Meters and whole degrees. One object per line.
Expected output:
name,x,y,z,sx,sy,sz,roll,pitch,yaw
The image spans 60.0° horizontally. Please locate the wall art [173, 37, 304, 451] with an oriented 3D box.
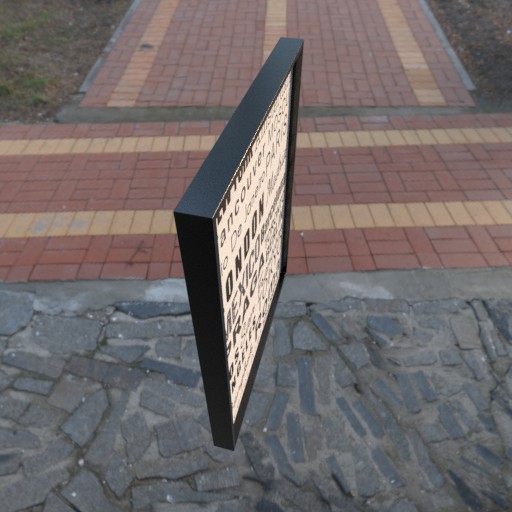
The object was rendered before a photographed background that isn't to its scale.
wall art,0.000,0.000,0.752,0.038,0.551,0.448,11,47,10
